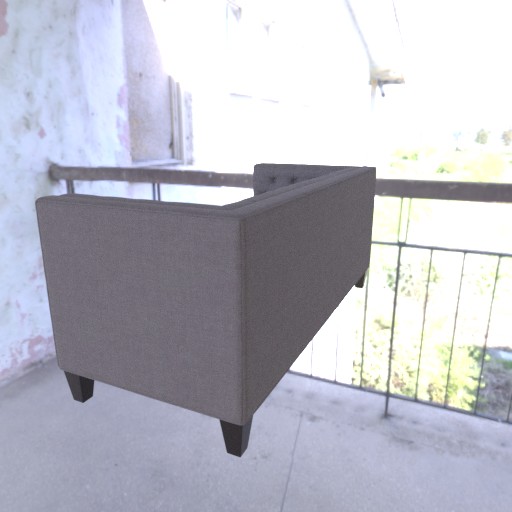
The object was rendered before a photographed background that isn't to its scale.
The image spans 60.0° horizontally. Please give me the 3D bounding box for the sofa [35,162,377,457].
[{"bbox_3d":[0.000,0.000,2.162,0.775,0.762,1.778,8,18,25],"label":"sofa"}]
